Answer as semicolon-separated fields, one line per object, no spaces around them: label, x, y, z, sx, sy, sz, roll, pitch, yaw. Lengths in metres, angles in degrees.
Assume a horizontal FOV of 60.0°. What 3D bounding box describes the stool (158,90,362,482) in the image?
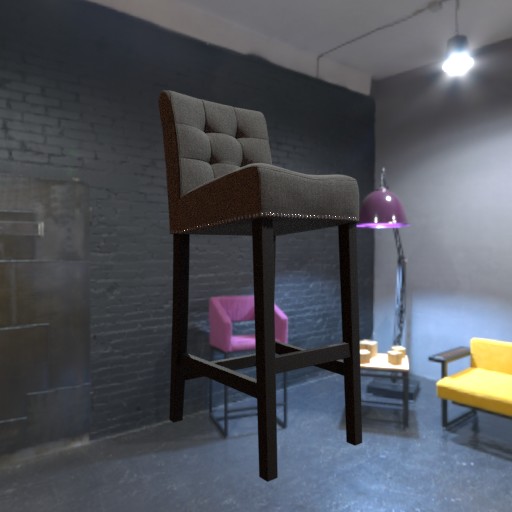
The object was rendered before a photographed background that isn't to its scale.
stool;0.000;0.000;1.347;0.411;1.047;0.548;-1;1;-37
